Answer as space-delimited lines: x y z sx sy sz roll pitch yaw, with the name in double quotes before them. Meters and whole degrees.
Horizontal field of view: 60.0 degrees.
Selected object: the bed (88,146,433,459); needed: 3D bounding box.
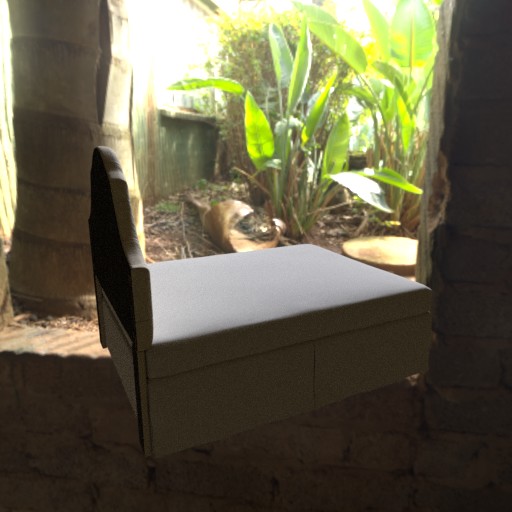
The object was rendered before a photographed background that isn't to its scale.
"bed" 0.000 0.000 3.239 2.092 1.575 1.627 -8 17 -26
